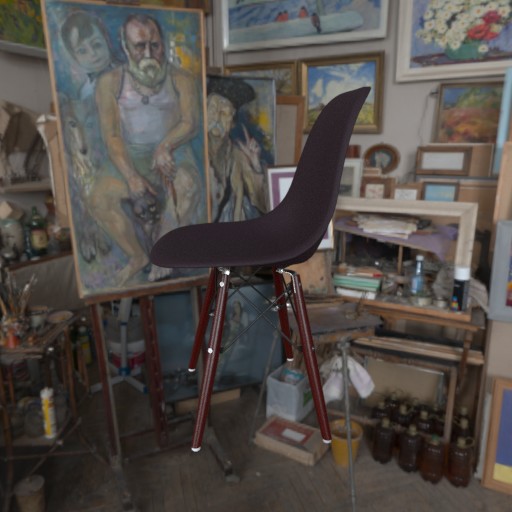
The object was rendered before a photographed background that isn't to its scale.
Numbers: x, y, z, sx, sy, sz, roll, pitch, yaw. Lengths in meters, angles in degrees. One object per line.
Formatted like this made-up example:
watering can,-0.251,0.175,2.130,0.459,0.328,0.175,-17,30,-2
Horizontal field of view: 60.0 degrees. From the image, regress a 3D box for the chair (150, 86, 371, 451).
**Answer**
chair,0.000,0.000,1.150,0.533,0.826,0.470,-2,14,-10
